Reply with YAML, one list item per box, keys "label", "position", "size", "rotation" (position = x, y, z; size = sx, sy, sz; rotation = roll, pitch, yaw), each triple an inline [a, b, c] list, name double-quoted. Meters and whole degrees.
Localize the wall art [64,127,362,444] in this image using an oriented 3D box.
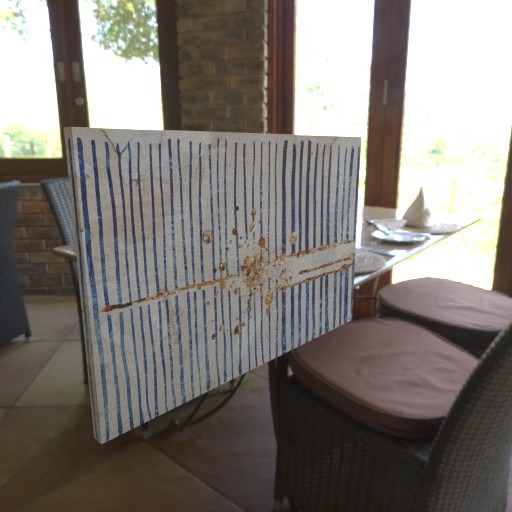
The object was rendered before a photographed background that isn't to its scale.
- label: "wall art"
  position: [0.000, 0.000, 1.422]
  size: [0.038, 0.757, 1.143]
  rotation: [13, 19, 43]
